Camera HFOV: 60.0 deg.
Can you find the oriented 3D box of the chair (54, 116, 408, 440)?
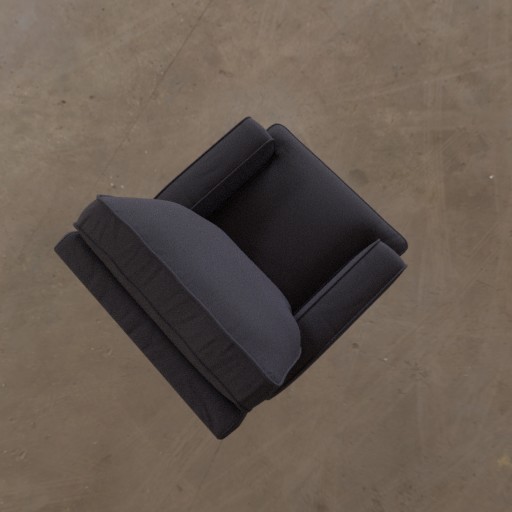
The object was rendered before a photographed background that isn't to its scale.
[{"bbox_3d":[0.000,0.000,1.667,0.964,0.962,0.861,-43,80,-10],"label":"chair"}]
